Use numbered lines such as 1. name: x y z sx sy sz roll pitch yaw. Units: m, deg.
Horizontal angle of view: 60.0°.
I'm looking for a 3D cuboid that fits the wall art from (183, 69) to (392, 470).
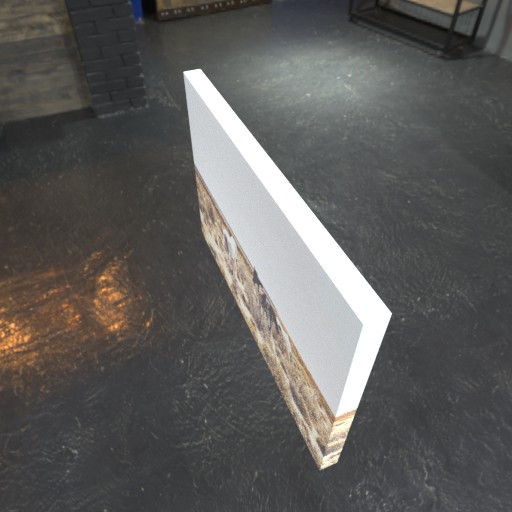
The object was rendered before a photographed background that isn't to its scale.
1. wall art: 0.000 0.000 1.157 0.050 0.610 0.914 -17 48 -16
